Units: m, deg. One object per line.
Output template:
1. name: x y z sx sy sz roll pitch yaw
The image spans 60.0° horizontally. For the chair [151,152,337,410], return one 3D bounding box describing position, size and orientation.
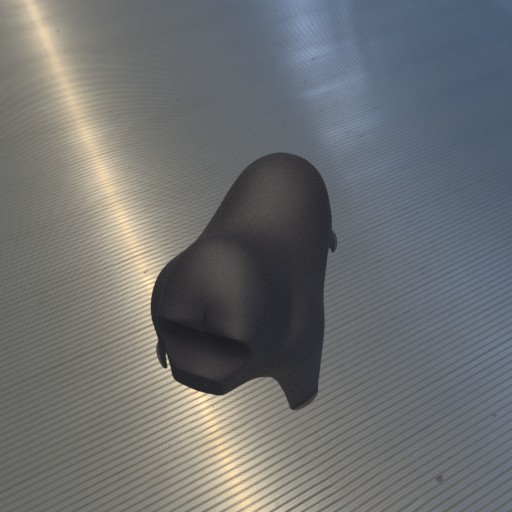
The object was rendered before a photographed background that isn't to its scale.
1. chair: 0.000 0.000 1.133 0.490 0.600 0.758 15 59 9
